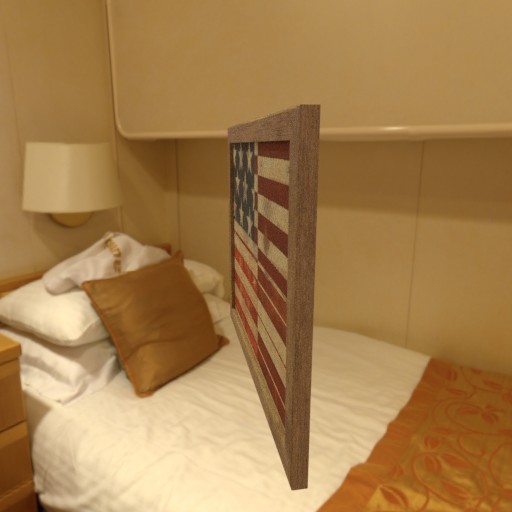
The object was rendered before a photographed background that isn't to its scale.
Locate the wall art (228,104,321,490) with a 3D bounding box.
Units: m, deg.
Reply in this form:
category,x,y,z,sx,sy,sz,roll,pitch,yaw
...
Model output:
category,x,y,z,sx,sy,sz,roll,pitch,yaw
wall art,0.000,0.000,0.912,0.026,0.535,0.690,-3,14,-10
